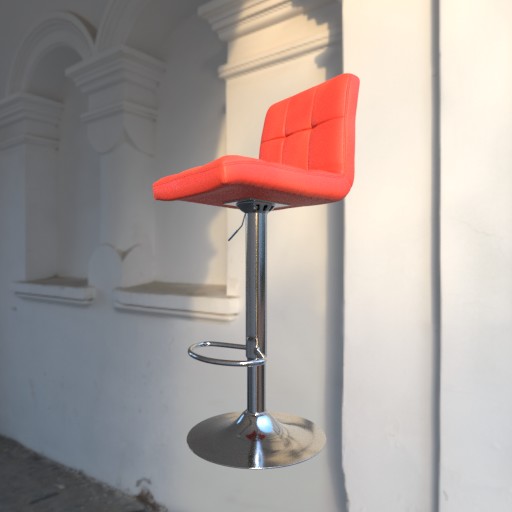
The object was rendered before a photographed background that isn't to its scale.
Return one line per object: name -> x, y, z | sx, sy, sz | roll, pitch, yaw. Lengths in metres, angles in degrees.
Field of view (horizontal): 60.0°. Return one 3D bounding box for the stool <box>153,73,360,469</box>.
stool -> 0.000, 0.000, 1.360 | 0.505, 1.115, 0.430 | 0, 0, -36
